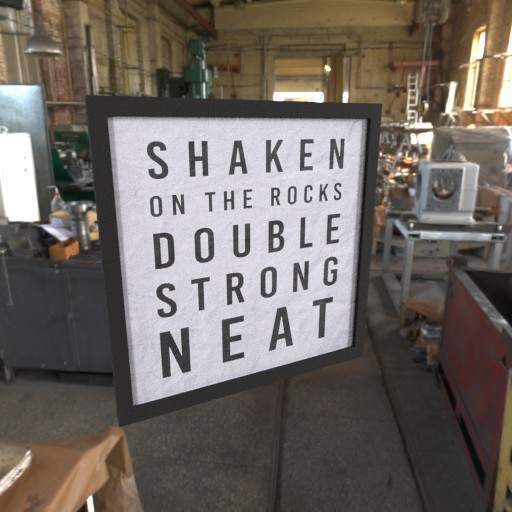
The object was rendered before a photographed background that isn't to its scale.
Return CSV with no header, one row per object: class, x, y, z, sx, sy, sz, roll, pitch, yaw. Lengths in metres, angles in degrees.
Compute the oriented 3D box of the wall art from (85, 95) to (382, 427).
wall art,0.000,0.000,0.690,0.456,0.458,0.013,-8,18,-26
